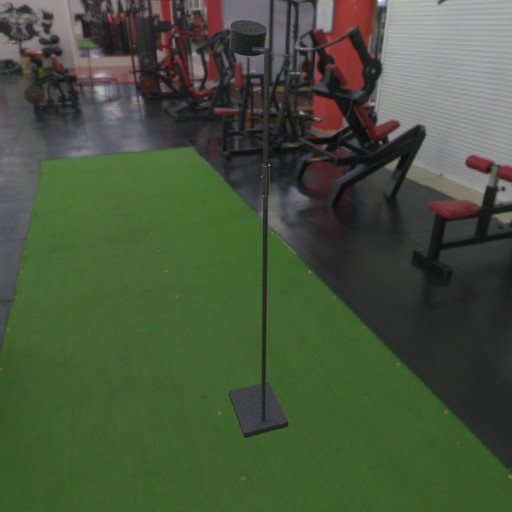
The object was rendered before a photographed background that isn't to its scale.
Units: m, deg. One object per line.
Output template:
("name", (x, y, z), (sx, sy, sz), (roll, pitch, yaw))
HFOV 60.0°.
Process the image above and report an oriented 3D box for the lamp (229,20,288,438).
("lamp", (0.000, 0.000, 1.700), (0.203, 1.600, 0.304), (-8, 28, -16))
